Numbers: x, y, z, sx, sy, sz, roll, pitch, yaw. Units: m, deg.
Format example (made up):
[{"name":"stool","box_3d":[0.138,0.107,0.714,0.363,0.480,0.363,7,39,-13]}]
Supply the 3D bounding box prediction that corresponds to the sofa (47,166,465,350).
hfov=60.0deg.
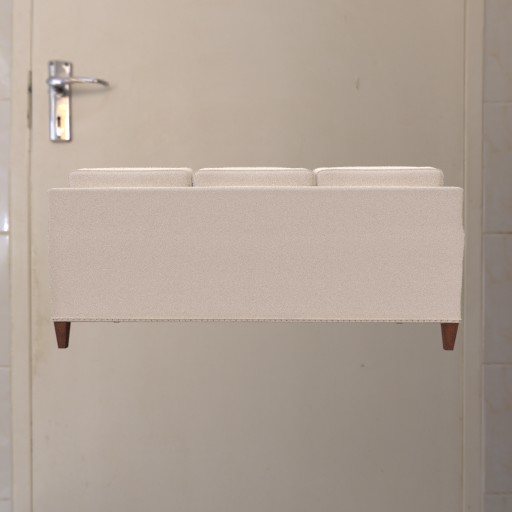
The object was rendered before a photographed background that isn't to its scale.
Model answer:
[{"name":"sofa","box_3d":[0.000,0.000,2.820,2.246,1.003,1.084,0,1,1]}]
